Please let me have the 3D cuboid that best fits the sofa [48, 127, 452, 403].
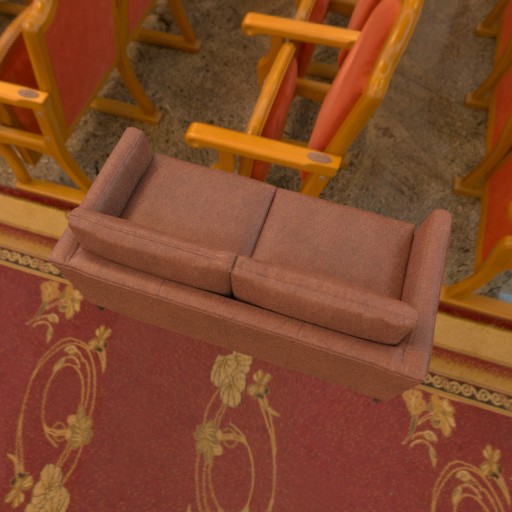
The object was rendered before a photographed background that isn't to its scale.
[{"bbox_3d":[0.000,0.000,2.327,1.797,0.883,0.899,16,65,8],"label":"sofa"}]
